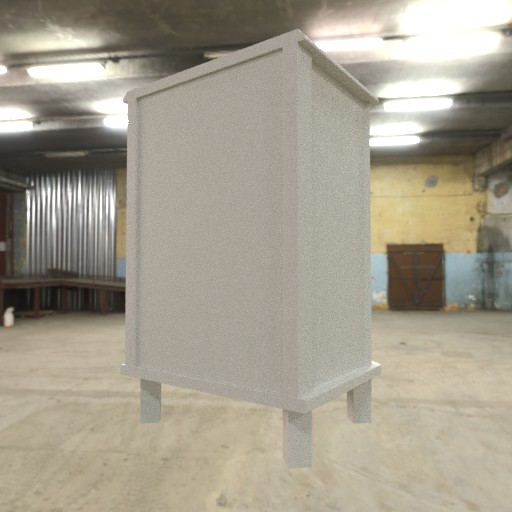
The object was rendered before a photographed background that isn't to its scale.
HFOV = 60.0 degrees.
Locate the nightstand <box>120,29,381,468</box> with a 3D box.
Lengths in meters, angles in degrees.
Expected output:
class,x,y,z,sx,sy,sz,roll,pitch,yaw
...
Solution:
class,x,y,z,sx,sy,sz,roll,pitch,yaw
nightstand,0.000,0.000,0.931,0.435,0.681,0.351,-1,-2,36
